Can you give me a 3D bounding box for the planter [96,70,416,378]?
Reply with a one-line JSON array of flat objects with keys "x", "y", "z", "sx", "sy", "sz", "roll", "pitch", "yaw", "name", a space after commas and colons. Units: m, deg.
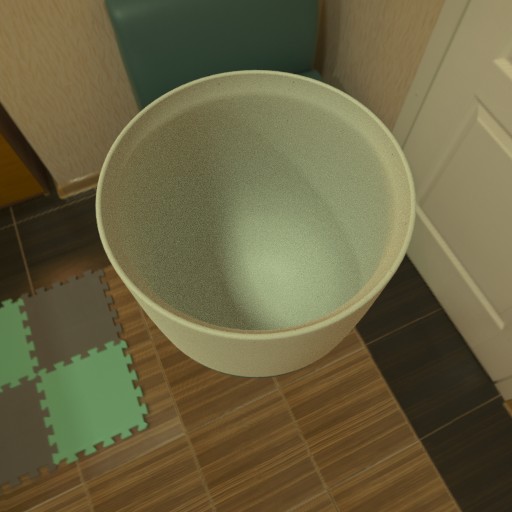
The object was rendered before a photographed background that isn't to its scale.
[{"x": 0.000, "y": 0.000, "z": 0.380, "sx": 0.204, "sy": 0.214, "sz": 0.204, "roll": 0, "pitch": 64, "yaw": 0, "name": "planter"}]
